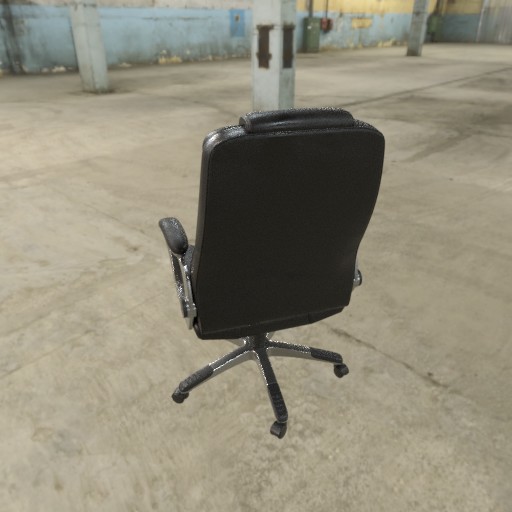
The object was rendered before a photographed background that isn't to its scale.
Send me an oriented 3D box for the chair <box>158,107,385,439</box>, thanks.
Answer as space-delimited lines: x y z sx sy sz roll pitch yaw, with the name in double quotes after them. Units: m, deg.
0.000 0.000 1.560 0.697 1.075 0.689 -9 28 -16 "chair"
